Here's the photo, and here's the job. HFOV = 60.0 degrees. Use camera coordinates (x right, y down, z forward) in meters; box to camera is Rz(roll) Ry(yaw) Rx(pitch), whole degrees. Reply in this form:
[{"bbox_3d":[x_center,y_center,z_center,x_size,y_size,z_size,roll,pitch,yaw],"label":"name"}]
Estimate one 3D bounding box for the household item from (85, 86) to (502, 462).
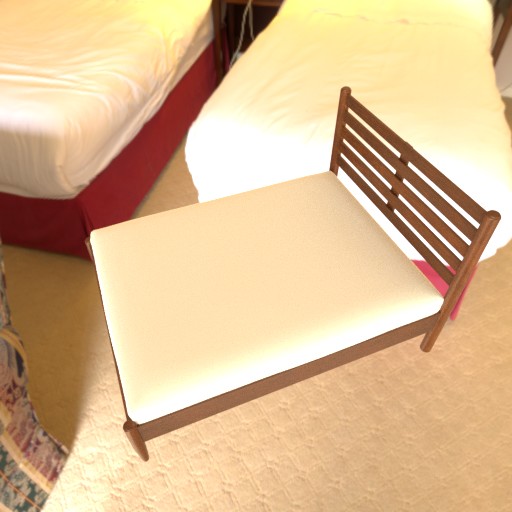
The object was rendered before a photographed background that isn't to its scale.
[{"bbox_3d":[0.000,0.000,3.117,2.232,1.356,1.663,-17,49,-15],"label":"household item"}]
